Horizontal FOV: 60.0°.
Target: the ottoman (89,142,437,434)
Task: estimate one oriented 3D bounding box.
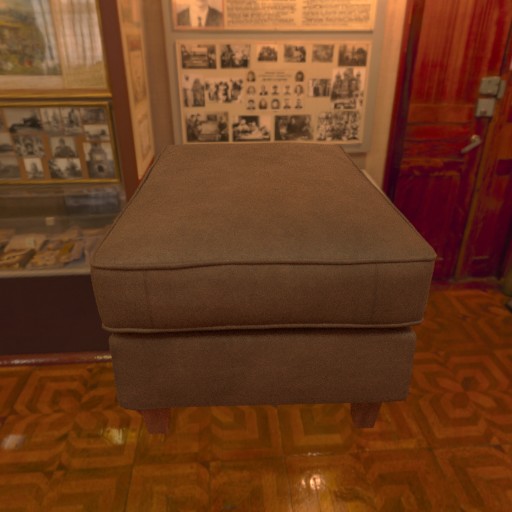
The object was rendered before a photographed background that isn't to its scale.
[{"bbox_3d":[0.000,0.000,1.170,0.596,0.481,0.860,-1,27,-2],"label":"ottoman"}]
